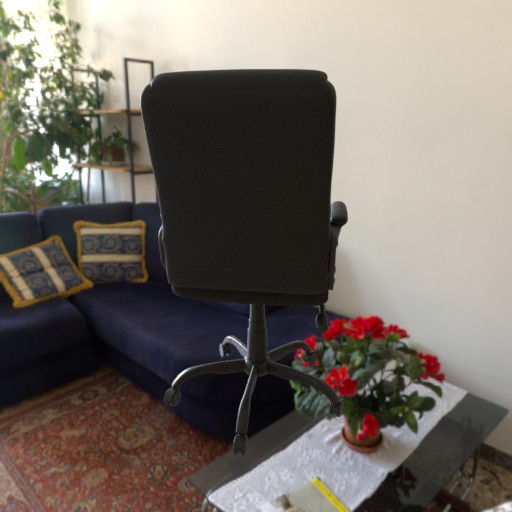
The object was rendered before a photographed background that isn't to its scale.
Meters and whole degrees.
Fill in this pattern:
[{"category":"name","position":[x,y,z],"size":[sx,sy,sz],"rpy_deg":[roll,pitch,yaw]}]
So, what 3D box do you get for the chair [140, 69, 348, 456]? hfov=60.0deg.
[{"category":"chair","position":[0.000,0.000,1.447],"size":[0.615,1.072,0.655],"rpy_deg":[3,17,9]}]
